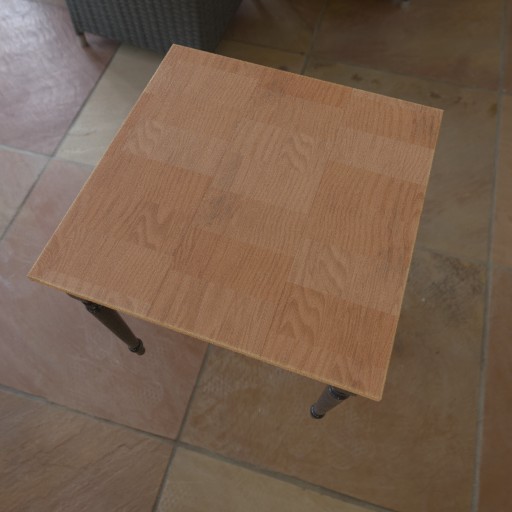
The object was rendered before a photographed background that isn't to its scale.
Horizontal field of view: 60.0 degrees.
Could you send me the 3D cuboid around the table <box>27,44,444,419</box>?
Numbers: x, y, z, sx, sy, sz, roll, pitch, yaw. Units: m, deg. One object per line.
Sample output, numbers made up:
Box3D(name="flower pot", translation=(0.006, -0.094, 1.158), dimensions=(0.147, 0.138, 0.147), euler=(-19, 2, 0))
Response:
Box3D(name="table", translation=(0.000, 0.000, 1.350), dimensions=(0.747, 0.738, 0.747), euler=(17, 65, 8))
